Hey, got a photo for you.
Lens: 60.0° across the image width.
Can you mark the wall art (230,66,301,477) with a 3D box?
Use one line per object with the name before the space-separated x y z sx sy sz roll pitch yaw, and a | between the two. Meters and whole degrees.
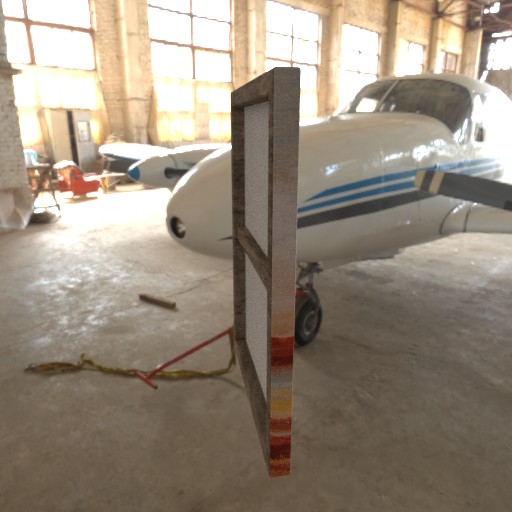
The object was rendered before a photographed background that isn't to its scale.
wall art | 0.000 0.000 0.829 0.035 0.605 0.443 -3 17 -10
